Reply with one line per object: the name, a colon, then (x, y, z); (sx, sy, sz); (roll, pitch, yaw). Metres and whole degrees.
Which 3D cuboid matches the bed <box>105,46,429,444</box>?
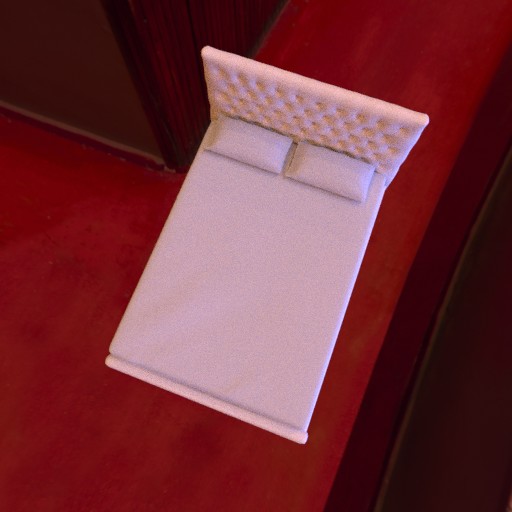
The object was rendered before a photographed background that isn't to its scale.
bed: (0.000, 0.000, 3.485); (1.698, 1.427, 2.387); (20, 74, 6)
